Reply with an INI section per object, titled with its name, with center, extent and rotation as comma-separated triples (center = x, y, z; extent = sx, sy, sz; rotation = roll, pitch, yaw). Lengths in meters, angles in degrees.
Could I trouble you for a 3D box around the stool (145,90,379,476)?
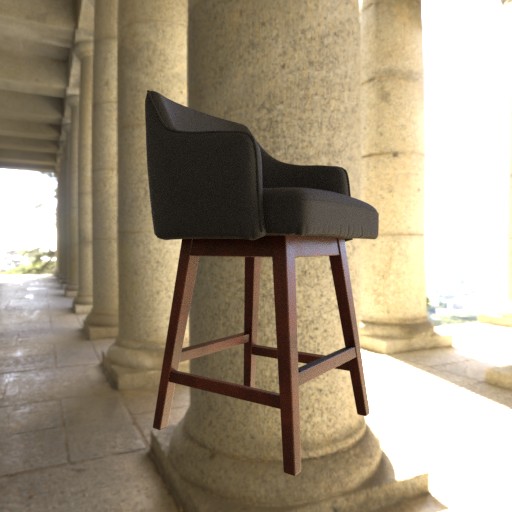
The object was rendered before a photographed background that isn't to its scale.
[stool]
center = 0.000, 0.000, 1.239
extent = 0.558, 0.912, 0.548
rotation = 1, 1, 35
